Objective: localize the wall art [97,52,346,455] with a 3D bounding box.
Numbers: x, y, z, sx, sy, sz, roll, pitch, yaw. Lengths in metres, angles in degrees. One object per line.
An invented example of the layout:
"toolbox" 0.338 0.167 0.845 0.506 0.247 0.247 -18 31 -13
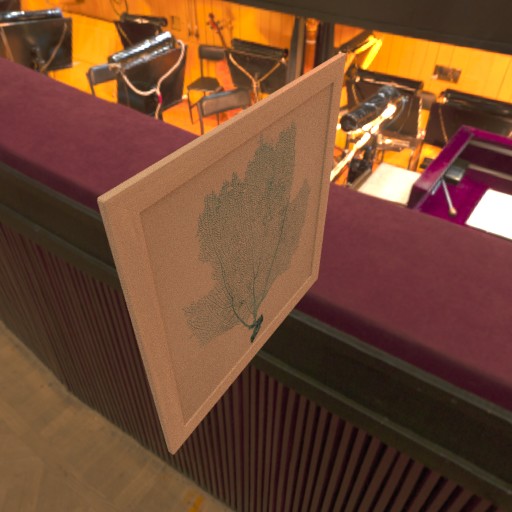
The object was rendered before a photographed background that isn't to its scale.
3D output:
"wall art" 0.000 0.000 0.839 0.013 0.584 0.584 24 47 25
